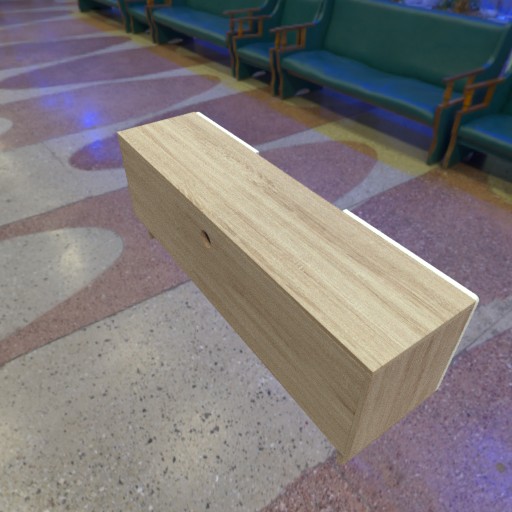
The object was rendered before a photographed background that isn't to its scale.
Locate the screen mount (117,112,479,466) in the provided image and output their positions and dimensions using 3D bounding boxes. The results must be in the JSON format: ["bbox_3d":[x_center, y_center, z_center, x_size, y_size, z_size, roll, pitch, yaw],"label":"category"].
[{"bbox_3d":[0.000,0.000,1.725,0.420,0.570,1.500,-24,46,-26],"label":"screen mount"}]
